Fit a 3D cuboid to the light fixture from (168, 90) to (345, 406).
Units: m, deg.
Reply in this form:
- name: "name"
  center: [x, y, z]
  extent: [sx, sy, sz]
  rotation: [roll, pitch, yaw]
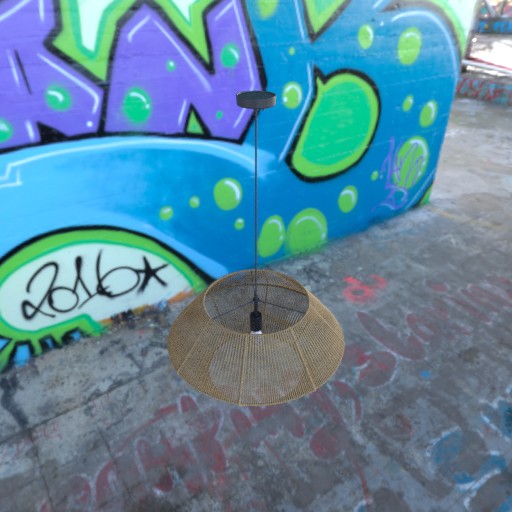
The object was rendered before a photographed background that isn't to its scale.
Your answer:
- name: "light fixture"
  center: [0.000, 0.000, 1.445]
  extent: [0.643, 1.009, 0.643]
  rotation: [0, 32, 0]
